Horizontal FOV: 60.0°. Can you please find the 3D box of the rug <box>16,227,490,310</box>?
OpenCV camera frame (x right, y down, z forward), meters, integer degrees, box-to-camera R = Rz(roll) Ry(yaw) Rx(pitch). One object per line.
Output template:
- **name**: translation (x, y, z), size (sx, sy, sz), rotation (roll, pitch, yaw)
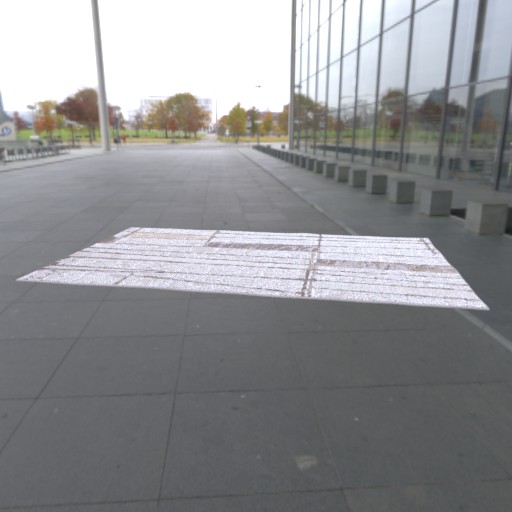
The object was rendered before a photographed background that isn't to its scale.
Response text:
- **rug**: translation (0.000, 0.000, 1.037), size (0.867, 0.007, 0.515), rotation (3, 16, 10)
